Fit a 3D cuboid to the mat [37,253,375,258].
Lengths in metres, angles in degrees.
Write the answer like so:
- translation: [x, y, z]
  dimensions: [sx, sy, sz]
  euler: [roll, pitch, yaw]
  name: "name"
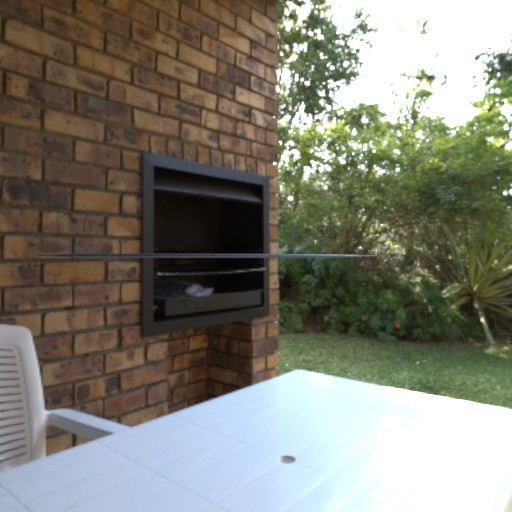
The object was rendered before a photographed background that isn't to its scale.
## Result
- translation: [0.000, 0.000, 1.816]
  dimensions: [0.913, 0.013, 1.524]
  euler: [0, 0, 35]
  name: "mat"
